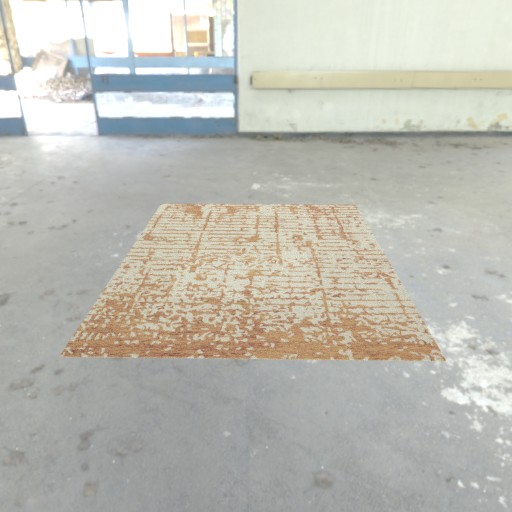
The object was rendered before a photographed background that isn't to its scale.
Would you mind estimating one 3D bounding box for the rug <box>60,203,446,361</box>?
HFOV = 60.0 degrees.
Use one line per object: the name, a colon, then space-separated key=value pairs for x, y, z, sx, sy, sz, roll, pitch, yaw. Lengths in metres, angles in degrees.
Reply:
rug: x=0.000 y=0.000 z=4.171 sx=2.441 sy=0.011 sz=3.050 roll=0 pitch=25 yaw=1
